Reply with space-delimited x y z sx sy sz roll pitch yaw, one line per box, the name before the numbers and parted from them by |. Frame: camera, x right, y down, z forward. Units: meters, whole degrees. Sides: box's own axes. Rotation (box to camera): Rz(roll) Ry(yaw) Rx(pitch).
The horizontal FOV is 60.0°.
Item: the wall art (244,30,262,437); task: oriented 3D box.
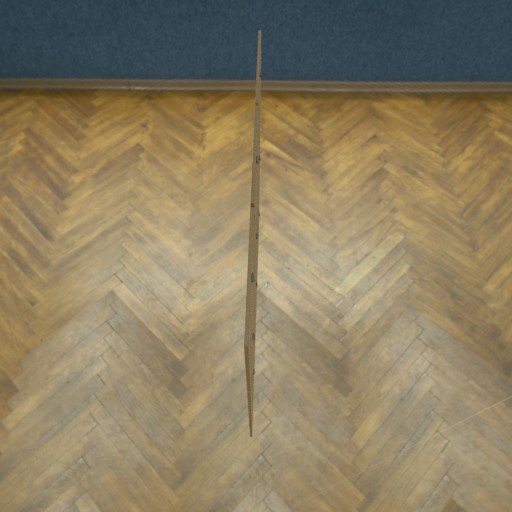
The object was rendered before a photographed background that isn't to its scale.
wall art | 0.000 0.000 2.309 0.023 1.522 1.526 1 59 1
